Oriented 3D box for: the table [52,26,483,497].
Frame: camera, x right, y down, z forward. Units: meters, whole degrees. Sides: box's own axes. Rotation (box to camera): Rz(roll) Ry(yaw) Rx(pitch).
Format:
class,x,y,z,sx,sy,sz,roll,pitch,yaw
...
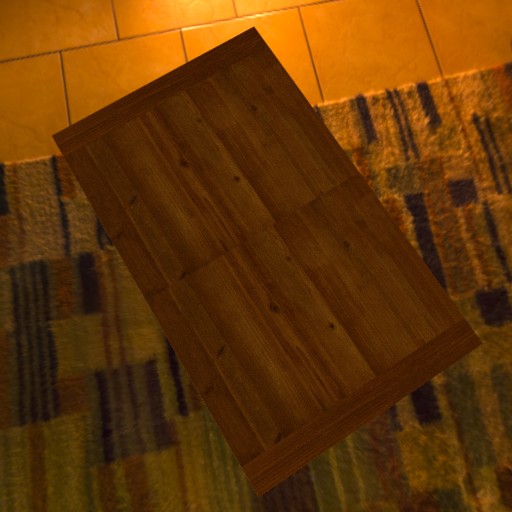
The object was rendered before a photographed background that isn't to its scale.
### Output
class,x,y,z,sx,sy,sz,roll,pitch,yaw
table,0.000,0.000,1.987,0.922,0.743,1.503,-31,79,-7
